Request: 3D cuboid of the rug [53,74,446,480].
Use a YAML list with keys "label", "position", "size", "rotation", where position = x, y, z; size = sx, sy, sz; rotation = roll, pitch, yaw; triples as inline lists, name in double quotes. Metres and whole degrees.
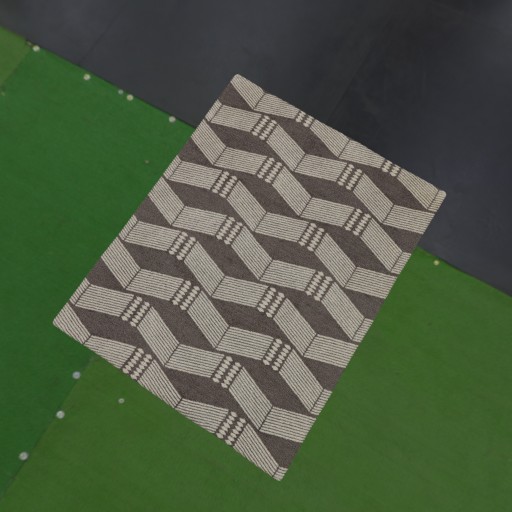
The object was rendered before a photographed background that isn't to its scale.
- label: "rug"
  position: [0.000, 0.000, 4.145]
  size: [2.438, 0.016, 3.048]
  rotation: [32, 79, 7]
